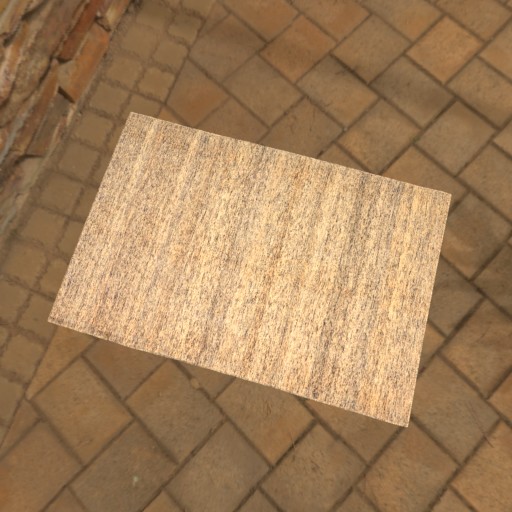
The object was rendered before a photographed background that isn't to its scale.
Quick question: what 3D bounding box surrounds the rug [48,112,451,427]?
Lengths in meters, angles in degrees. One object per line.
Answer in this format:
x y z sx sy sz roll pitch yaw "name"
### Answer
0.000 0.000 2.315 1.846 0.014 1.243 15 76 4 "rug"
